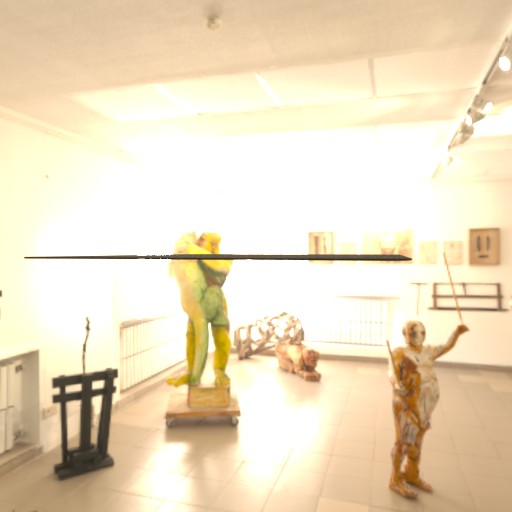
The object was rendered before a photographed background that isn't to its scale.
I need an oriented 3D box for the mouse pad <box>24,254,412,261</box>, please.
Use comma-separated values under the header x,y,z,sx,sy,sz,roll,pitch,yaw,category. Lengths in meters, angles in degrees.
x,y,z,sx,sy,sz,roll,pitch,yaw,category
0.000,0.000,0.620,0.393,0.002,0.451,0,1,17,mouse pad
